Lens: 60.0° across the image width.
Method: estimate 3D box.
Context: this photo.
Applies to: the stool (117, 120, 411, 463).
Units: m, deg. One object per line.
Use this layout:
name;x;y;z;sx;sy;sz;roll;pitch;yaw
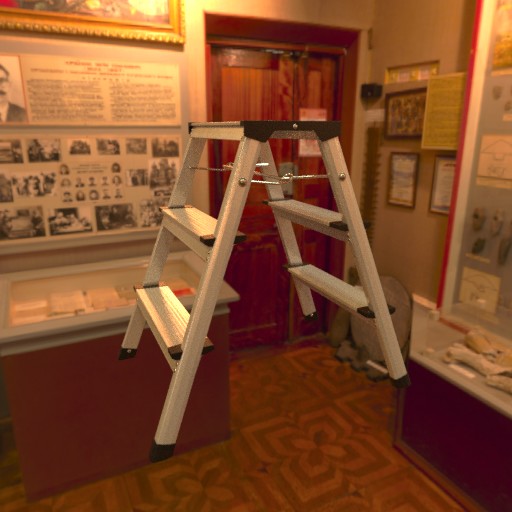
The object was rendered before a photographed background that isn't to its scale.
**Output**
stool;0.000;0.000;1.042;0.622;0.605;0.437;-7;18;-24
